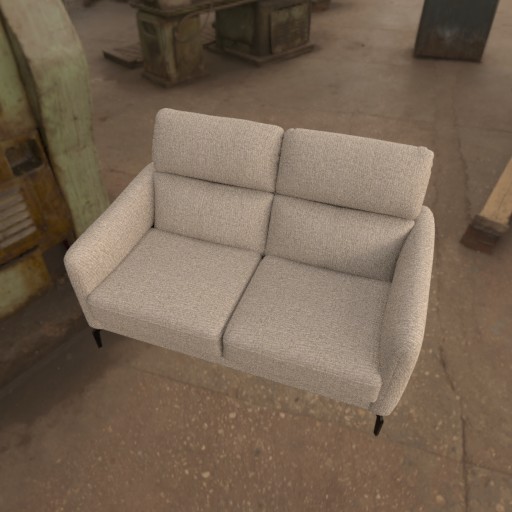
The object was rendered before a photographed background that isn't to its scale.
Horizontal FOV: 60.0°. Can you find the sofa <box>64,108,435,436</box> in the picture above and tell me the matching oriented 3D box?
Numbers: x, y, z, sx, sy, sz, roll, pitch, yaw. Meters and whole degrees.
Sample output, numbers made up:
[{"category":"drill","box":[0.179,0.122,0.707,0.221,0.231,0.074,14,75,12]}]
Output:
[{"category":"sofa","box":[0.000,0.000,2.077,1.540,0.950,0.905,13,42,15]}]
